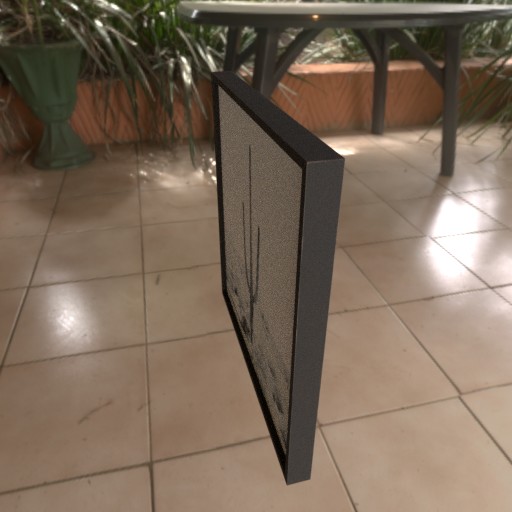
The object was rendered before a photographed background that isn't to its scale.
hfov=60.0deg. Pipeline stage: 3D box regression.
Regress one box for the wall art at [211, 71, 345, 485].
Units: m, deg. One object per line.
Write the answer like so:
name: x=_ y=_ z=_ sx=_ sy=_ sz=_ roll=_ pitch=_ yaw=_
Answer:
wall art: x=0.000 y=0.000 z=0.751 sx=0.038 sy=0.508 sz=0.508 roll=-8 pitch=32 yaw=-13
